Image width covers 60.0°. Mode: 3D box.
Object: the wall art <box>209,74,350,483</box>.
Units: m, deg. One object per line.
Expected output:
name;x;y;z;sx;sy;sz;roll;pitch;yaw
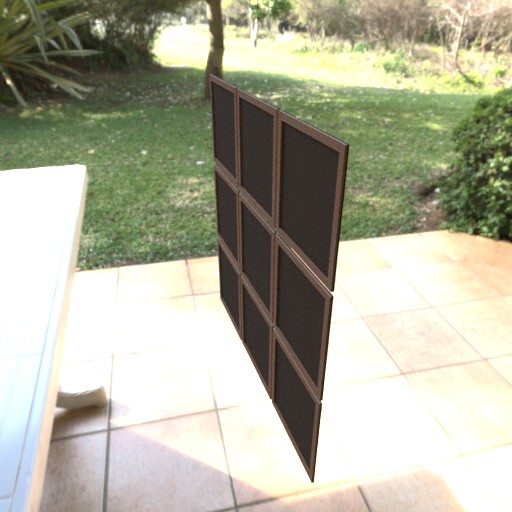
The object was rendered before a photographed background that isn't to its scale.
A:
wall art;0.000;0.000;2.231;0.013;1.525;1.520;-10;31;-17
